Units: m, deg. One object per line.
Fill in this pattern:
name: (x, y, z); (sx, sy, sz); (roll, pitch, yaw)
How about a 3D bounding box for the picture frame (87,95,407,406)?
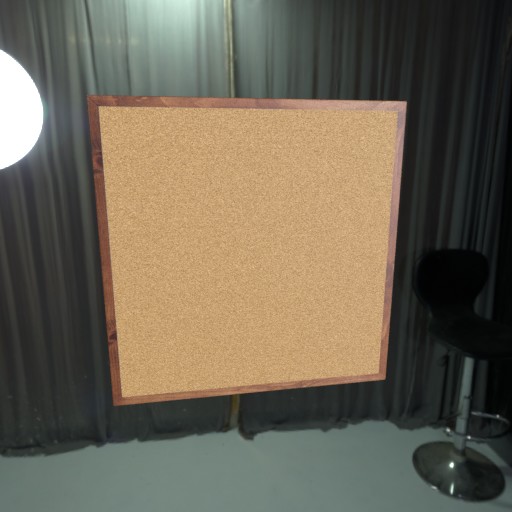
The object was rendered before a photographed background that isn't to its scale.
picture frame: (0.000, 0.000, 1.216); (0.810, 0.817, 0.029); (-2, 14, -10)
